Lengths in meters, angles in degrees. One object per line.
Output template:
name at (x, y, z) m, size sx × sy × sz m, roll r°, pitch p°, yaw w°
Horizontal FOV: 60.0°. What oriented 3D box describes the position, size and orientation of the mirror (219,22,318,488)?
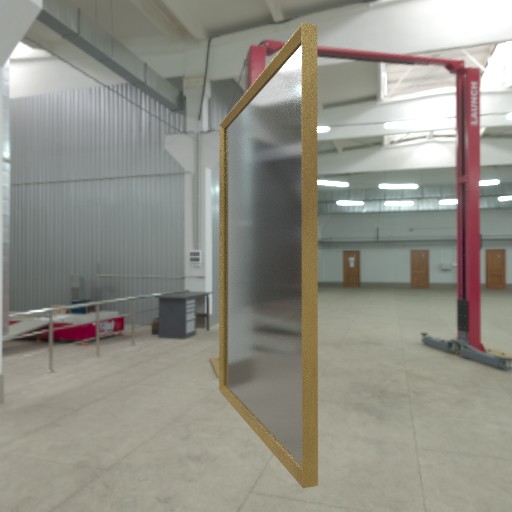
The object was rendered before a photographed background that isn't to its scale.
mirror at (0.000, 0.000, 1.334) m, size 0.041 × 1.016 × 0.762 m, roll 0°, pitch -1°, yaw -18°
